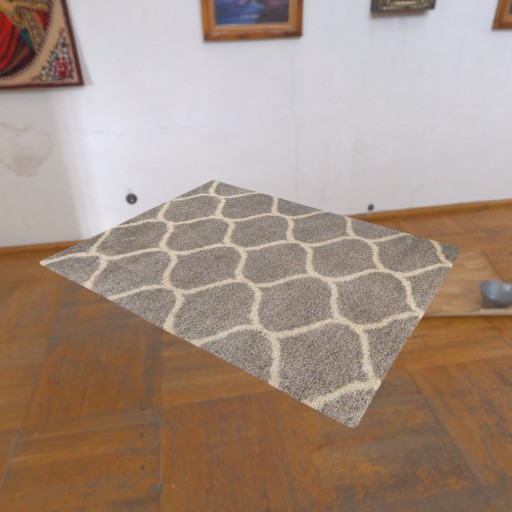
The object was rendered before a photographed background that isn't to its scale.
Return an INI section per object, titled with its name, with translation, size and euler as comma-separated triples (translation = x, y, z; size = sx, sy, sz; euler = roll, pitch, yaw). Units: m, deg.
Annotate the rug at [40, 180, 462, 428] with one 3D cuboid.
[rug]
translation = 0.000, 0.000, 4.003
size = 3.000, 0.026, 2.399
euler = 20, 36, 29
